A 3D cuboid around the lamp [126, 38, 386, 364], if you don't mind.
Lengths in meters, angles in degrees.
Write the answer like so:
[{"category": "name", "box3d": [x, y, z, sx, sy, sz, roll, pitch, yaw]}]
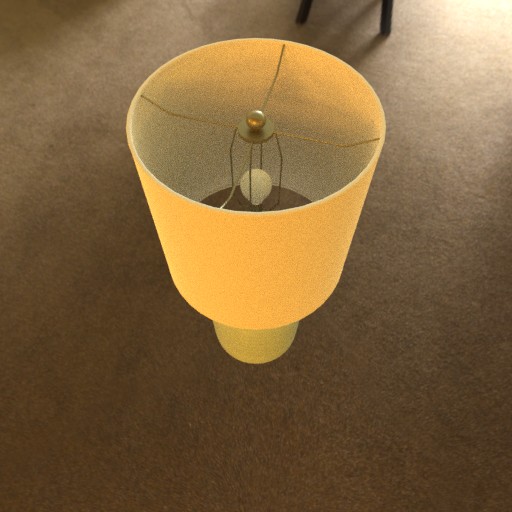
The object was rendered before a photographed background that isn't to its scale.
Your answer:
[{"category": "lamp", "box3d": [0.000, 0.000, 1.088, 0.418, 0.871, 0.418, -32, 63, -18]}]
